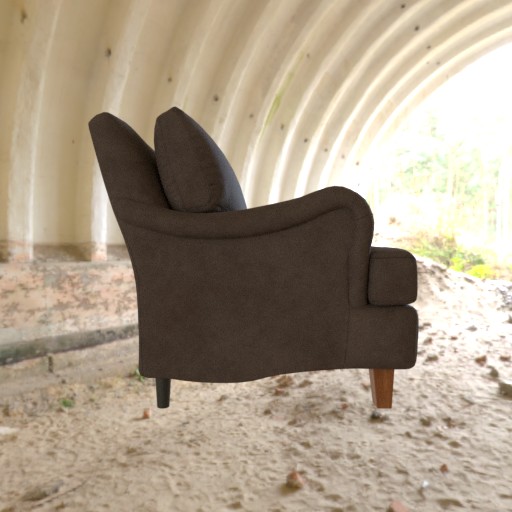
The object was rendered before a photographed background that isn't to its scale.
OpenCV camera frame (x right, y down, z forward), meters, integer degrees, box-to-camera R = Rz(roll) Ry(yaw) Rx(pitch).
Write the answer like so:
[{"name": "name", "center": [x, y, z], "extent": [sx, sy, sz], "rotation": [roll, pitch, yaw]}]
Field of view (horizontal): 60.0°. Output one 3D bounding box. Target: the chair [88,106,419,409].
[{"name": "chair", "center": [0.000, 0.000, 1.829], "extent": [1.070, 0.997, 0.955], "rotation": [0, 0, 0]}]
